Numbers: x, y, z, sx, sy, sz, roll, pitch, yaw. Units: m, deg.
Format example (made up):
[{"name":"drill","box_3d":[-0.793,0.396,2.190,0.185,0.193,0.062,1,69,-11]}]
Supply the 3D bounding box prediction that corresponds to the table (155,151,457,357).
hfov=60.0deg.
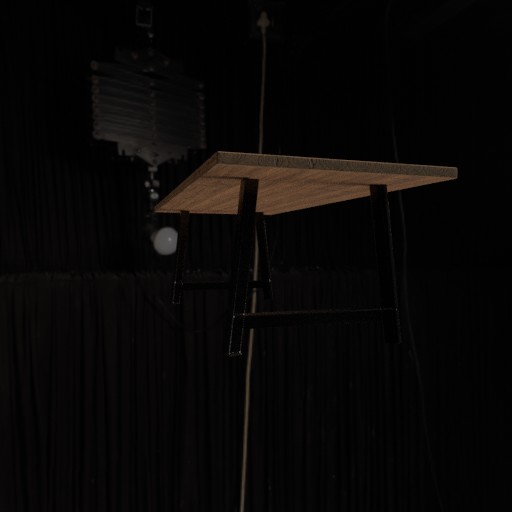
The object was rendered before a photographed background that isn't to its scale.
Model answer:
[{"name":"table","box_3d":[0.000,0.000,2.694,1.000,0.757,2.200,0,1,-18]}]
